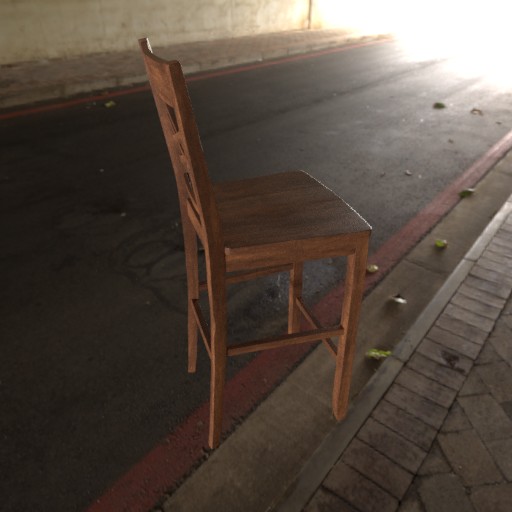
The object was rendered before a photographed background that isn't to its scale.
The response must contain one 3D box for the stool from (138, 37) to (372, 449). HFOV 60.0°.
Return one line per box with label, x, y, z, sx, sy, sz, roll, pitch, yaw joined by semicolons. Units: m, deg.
stool;0.000;0.000;1.270;0.487;1.105;0.433;-10;33;-16
